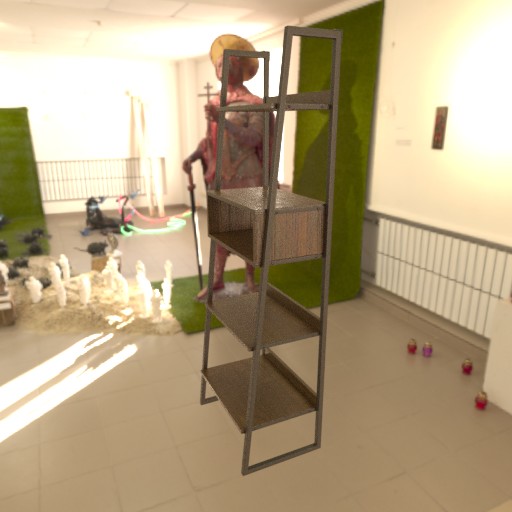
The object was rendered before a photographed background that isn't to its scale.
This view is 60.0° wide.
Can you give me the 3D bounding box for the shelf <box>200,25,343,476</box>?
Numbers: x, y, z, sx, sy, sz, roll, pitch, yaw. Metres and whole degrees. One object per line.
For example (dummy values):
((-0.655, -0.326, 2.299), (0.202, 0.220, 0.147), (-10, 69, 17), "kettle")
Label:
((0.000, 0.000, 2.242), (0.454, 2.005, 0.652), (-8, 19, -25), "shelf")
